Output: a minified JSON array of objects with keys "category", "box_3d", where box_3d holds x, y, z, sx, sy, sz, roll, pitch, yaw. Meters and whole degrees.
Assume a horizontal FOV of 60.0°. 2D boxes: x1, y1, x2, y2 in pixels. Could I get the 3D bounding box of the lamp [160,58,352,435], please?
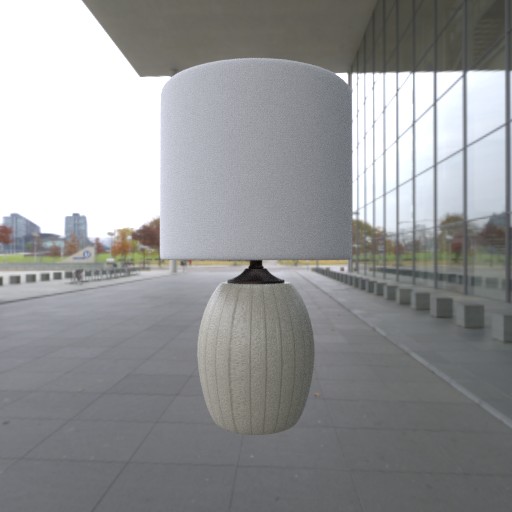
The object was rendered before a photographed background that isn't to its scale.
[{"category":"lamp","box_3d":[0.000,0.000,0.776,0.329,0.570,0.329,0,0,18]}]
